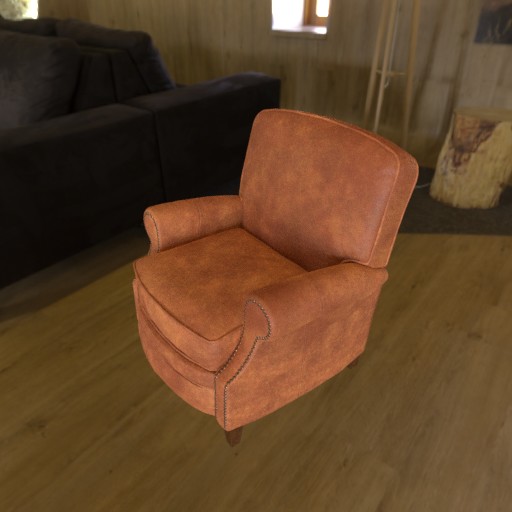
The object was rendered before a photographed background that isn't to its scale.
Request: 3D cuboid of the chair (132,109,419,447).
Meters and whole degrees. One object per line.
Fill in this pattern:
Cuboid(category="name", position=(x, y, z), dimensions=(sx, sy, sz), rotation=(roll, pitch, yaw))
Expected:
Cuboid(category="chair", position=(0.000, 0.000, 1.802), dimensions=(0.986, 1.018, 0.936), rotation=(-21, 37, -30))
